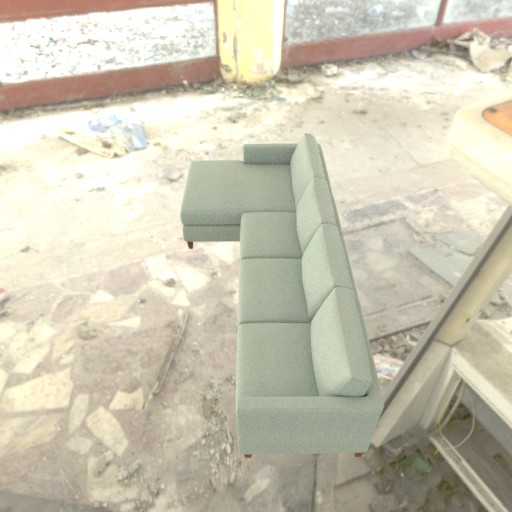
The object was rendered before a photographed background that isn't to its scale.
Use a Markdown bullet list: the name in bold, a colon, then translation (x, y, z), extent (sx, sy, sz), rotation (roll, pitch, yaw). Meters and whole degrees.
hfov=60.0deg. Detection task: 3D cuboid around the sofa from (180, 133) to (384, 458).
- **sofa**: translation (0.000, 0.000, 4.189), extent (1.600, 0.953, 3.470), rotation (0, 42, 0)
